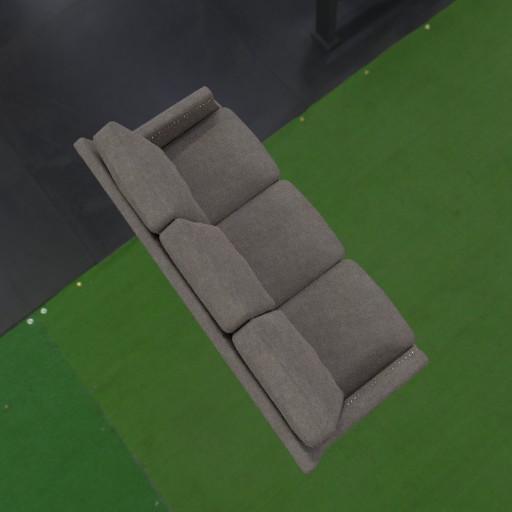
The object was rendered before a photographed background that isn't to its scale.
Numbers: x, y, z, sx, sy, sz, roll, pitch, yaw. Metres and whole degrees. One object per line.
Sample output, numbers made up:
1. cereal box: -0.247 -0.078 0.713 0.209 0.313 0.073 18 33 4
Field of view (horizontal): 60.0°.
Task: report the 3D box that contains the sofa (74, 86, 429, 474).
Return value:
1. sofa: 0.000 0.000 2.797 1.034 1.042 2.226 -36 79 -8
